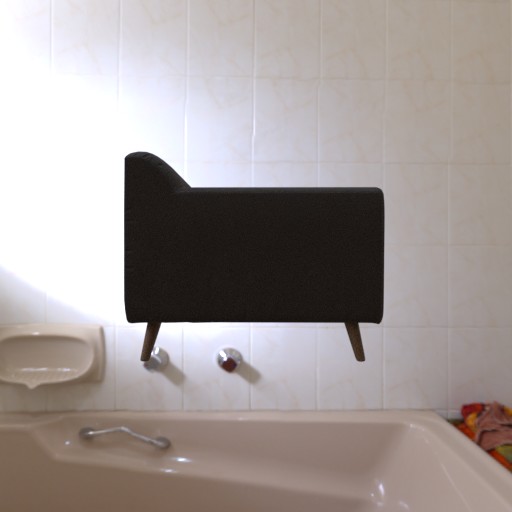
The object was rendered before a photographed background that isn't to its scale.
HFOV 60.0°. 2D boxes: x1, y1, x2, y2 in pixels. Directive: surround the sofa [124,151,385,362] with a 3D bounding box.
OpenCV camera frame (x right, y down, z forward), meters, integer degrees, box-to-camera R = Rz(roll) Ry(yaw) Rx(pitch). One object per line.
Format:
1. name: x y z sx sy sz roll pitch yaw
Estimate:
1. sofa: 0.000 0.000 2.588 0.900 0.740 2.190 0 0 0
